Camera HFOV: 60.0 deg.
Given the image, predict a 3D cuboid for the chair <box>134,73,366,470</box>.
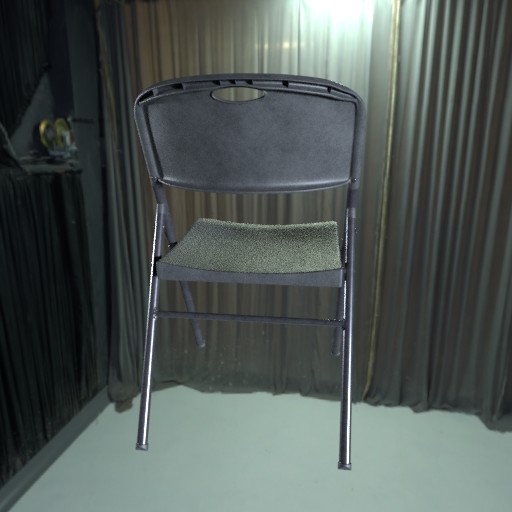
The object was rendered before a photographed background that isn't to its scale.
[{"bbox_3d":[0.000,0.000,1.144,0.494,0.810,0.566,2,15,8],"label":"chair"}]
